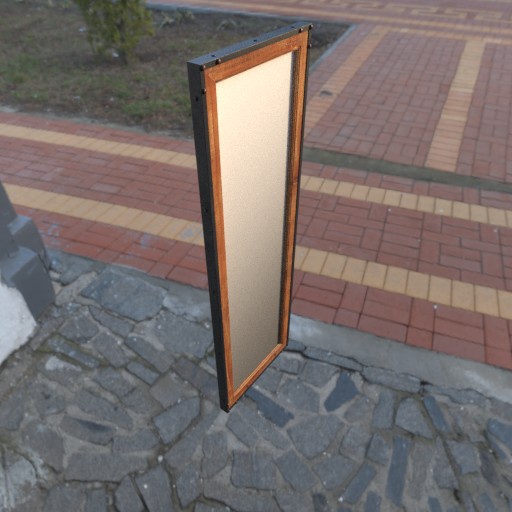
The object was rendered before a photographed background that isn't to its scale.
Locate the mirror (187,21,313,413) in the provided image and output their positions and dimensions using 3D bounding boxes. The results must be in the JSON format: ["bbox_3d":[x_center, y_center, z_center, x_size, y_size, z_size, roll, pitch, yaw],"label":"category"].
[{"bbox_3d":[0.000,0.000,1.188,0.042,1.080,0.354,26,47,28],"label":"mirror"}]
